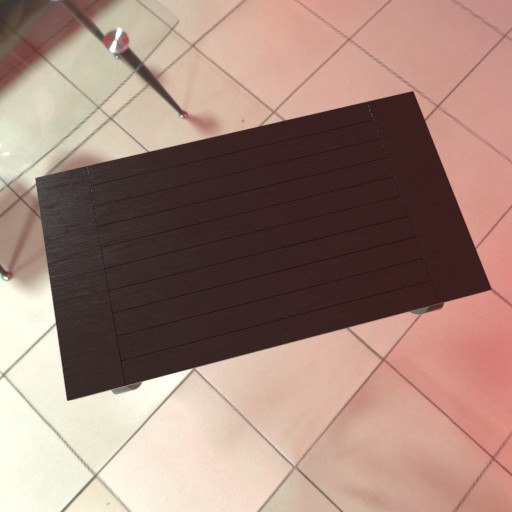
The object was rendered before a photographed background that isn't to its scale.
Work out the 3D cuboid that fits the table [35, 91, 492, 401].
[{"bbox_3d":[0.000,0.000,1.379,1.062,0.494,0.600,-14,76,-4],"label":"table"}]
